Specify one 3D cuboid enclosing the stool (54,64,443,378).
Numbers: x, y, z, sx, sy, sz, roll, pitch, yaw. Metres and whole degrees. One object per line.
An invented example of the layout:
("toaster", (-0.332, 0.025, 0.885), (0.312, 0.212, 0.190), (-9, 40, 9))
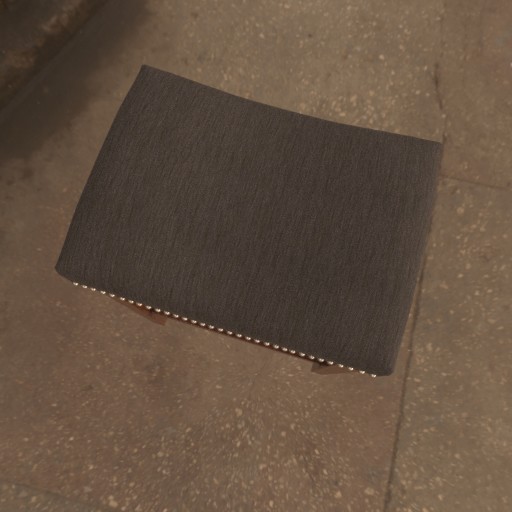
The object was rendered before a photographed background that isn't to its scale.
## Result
("stool", (0.000, 0.000, 0.938), (0.504, 0.654, 0.372), (16, 76, 4))
